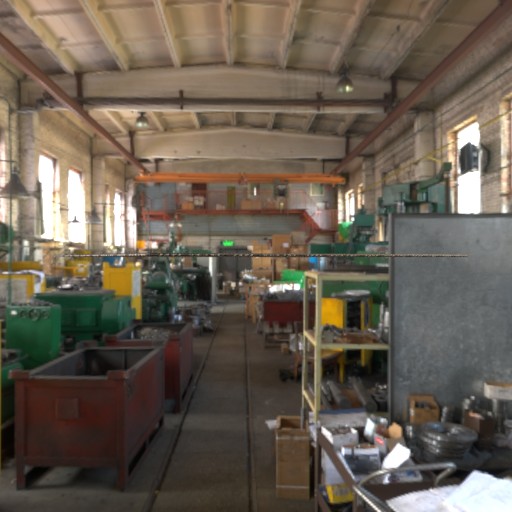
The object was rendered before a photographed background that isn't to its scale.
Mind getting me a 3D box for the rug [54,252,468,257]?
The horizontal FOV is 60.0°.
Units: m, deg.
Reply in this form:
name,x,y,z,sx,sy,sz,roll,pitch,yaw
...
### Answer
name,x,y,z,sx,sy,sz,roll,pitch,yaw
rug,0.000,0.000,3.927,2.902,0.017,2.306,0,0,-35
